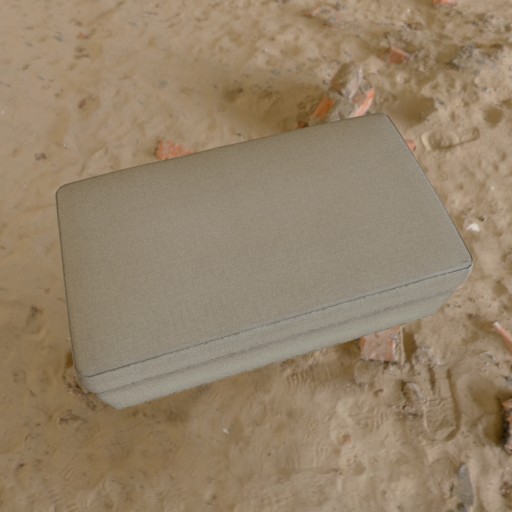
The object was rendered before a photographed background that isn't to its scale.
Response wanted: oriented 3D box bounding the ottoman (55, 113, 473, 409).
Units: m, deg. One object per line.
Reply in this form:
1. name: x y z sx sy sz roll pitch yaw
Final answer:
1. ottoman: 0.000 0.000 1.416 1.097 0.461 0.617 -15 63 -8
